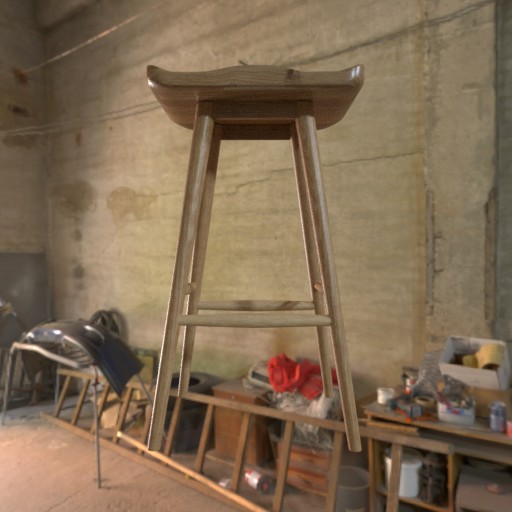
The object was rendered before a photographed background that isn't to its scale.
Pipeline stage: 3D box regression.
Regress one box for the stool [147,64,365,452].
[{"bbox_3d":[0.000,0.000,0.948,0.407,0.698,0.322,0,0,0],"label":"stool"}]
